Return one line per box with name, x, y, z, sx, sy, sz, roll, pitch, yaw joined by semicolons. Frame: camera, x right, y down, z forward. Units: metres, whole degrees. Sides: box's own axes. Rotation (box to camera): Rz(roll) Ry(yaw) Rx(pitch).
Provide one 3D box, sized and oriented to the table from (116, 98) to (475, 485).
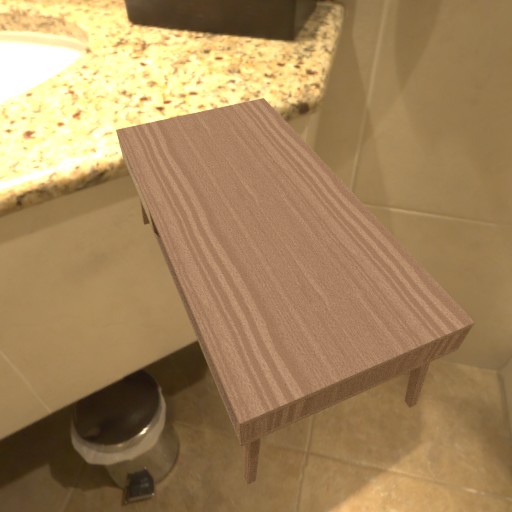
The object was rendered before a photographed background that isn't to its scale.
table;0.000;0.000;1.501;0.600;0.450;1.200;-18;49;-16
